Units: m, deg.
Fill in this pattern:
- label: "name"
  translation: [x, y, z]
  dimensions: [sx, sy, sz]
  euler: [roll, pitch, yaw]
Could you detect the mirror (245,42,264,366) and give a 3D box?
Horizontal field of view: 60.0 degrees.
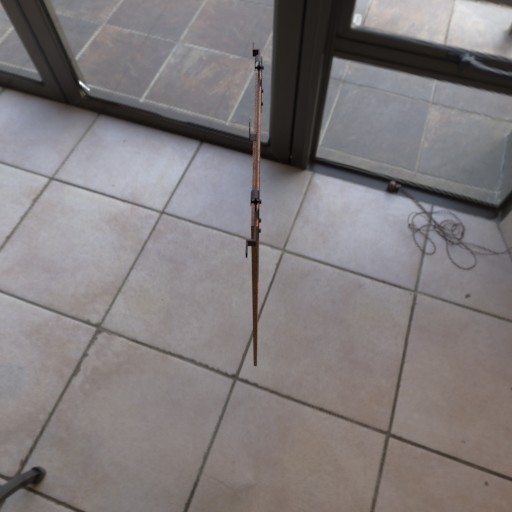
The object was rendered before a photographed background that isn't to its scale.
- label: "mirror"
  translation: [0.000, 0.000, 2.128]
  dimensions: [0.042, 1.793, 0.847]
  euler: [1, 63, 1]
